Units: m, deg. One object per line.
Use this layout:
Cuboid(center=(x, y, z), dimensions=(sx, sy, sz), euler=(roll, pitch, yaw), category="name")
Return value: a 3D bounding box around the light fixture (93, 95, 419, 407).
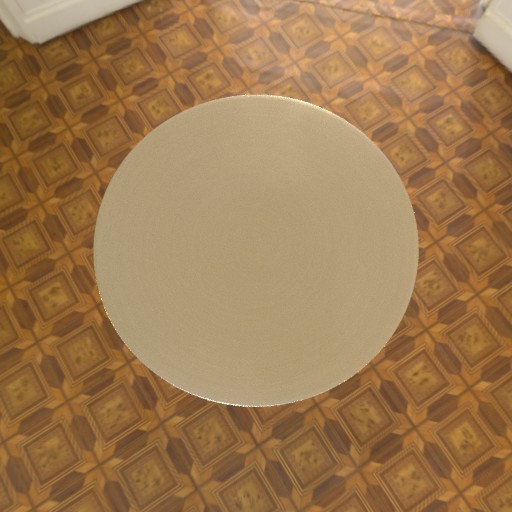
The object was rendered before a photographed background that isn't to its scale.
Cuboid(center=(0.000, 0.000, 0.446), dimensions=(0.280, 0.135, 0.280), euler=(0, 75, 0), category="light fixture")
